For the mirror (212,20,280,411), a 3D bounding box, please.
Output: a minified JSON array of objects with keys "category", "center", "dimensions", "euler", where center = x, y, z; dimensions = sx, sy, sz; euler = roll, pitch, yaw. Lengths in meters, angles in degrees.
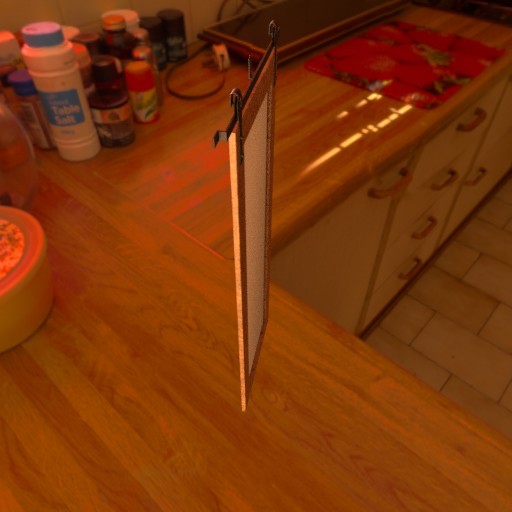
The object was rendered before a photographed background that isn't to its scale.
[{"category":"mirror","center":[0.000,0.000,1.998],"dimensions":[0.042,1.793,0.847],"euler":[9,46,9]}]
